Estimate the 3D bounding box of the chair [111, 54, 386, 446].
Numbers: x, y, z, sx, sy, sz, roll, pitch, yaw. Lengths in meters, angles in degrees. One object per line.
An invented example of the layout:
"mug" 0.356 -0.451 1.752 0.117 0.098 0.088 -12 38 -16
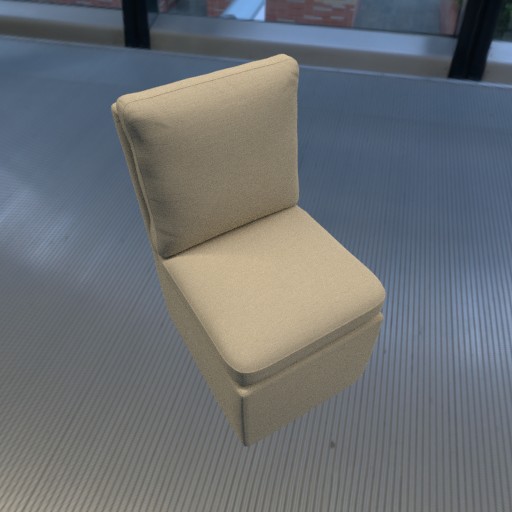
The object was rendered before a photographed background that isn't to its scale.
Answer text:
"chair" 0.000 0.000 1.317 0.503 0.927 0.698 -24 52 -20
